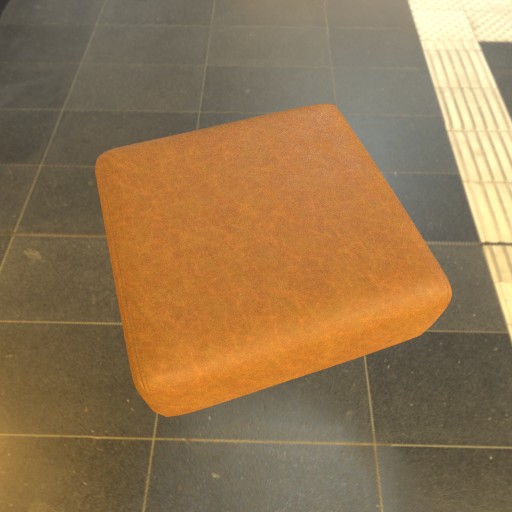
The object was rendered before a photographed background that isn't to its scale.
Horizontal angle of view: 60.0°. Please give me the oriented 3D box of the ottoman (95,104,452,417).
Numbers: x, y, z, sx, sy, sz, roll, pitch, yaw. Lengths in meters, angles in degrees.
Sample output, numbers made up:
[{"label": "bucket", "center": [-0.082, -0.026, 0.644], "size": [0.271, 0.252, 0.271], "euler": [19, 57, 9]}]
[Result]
[{"label": "ottoman", "center": [0.000, 0.000, 1.116], "size": [0.650, 0.399, 0.650], "euler": [-15, 58, -10]}]
